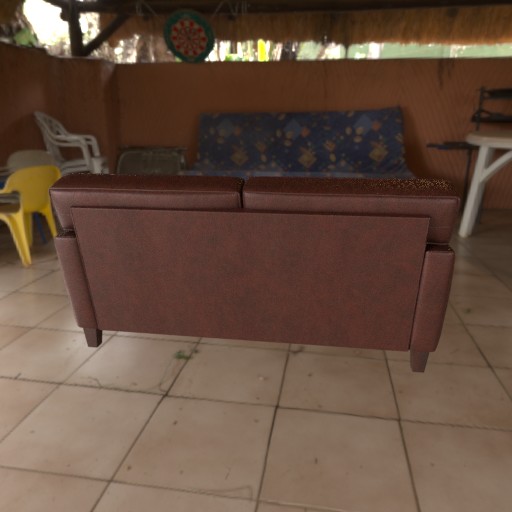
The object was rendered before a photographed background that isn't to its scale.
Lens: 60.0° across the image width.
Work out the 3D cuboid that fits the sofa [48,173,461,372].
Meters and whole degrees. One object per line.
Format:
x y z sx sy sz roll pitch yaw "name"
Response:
0.000 0.000 2.408 1.876 0.928 0.912 2 17 8 "sofa"
